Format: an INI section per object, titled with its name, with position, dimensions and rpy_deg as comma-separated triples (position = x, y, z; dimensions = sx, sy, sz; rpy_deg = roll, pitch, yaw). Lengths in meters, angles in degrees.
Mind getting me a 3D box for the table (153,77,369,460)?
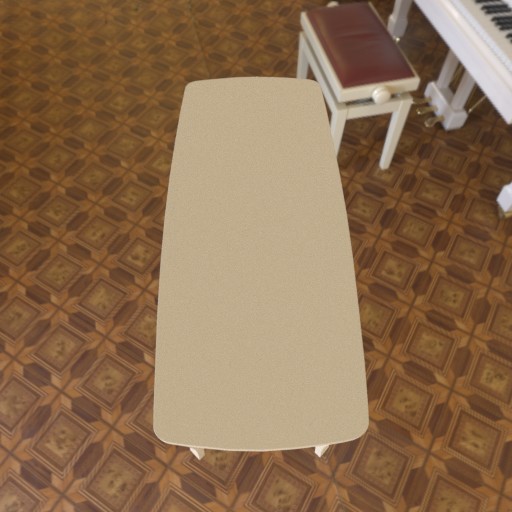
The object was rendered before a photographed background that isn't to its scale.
[table]
position = 0.000, 0.000, 1.568
dimensions = 0.561, 0.474, 1.334
rpy_deg = -1, 59, -1
